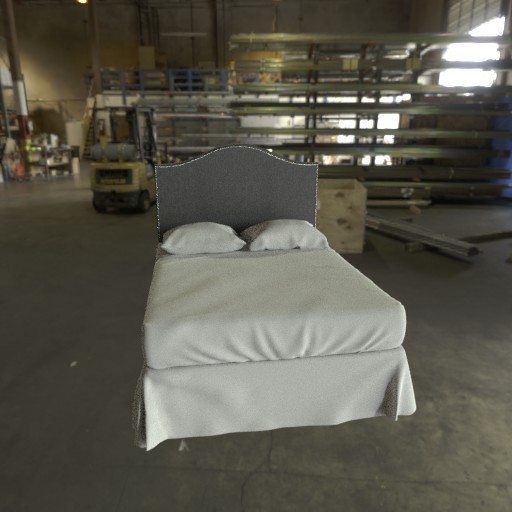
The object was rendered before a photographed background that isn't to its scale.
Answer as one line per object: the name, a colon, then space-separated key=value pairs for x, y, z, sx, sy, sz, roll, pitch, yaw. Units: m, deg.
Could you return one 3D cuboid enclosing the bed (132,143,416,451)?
bed: x=0.000 y=0.000 z=3.483 sx=1.876 sy=1.645 sz=2.221 roll=-3 pitch=16 yaw=-9
